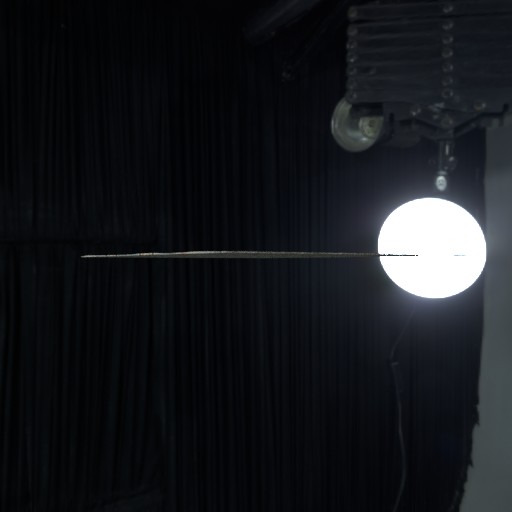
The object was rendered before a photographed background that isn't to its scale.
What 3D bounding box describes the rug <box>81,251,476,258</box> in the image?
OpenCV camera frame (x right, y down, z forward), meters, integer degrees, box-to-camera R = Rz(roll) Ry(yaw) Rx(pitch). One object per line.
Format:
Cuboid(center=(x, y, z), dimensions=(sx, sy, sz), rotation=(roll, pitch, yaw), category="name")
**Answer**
Cuboid(center=(0.000, 0.000, 3.992), dimensions=(2.371, 0.012, 3.000), rotation=(0, -1, -35), category="rug")
